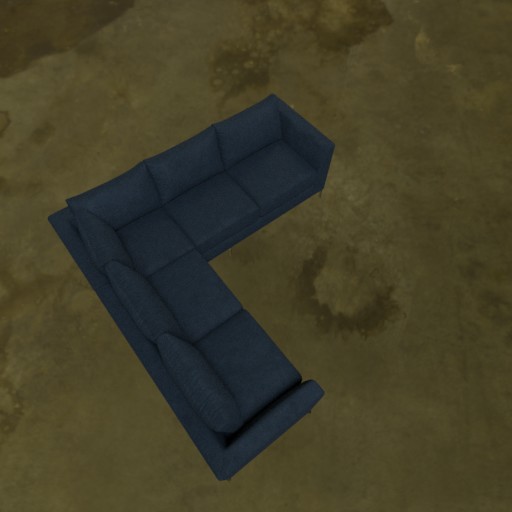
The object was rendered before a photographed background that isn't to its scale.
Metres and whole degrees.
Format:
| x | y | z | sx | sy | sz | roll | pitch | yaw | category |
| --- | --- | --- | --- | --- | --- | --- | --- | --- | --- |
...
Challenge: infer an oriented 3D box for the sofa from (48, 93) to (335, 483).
| x | y | z | sx | sy | sz | roll | pitch | yaw | category |
| --- | --- | --- | --- | --- | --- | --- | --- | --- | --- |
| 0.000 | 0.000 | 3.747 | 2.463 | 0.988 | 2.472 | -33 | 64 | -19 | sofa |
